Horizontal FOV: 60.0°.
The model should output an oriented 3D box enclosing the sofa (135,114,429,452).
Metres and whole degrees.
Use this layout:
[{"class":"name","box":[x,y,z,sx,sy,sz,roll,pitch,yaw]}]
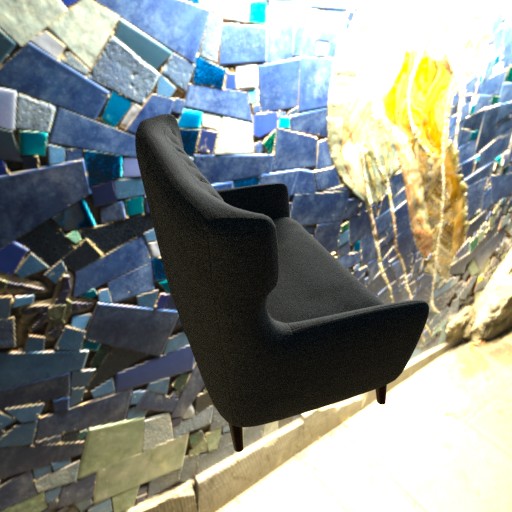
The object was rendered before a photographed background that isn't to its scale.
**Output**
[{"class":"sofa","box":[0.000,0.000,2.002,0.874,1.028,1.358,-11,32,-18]}]
